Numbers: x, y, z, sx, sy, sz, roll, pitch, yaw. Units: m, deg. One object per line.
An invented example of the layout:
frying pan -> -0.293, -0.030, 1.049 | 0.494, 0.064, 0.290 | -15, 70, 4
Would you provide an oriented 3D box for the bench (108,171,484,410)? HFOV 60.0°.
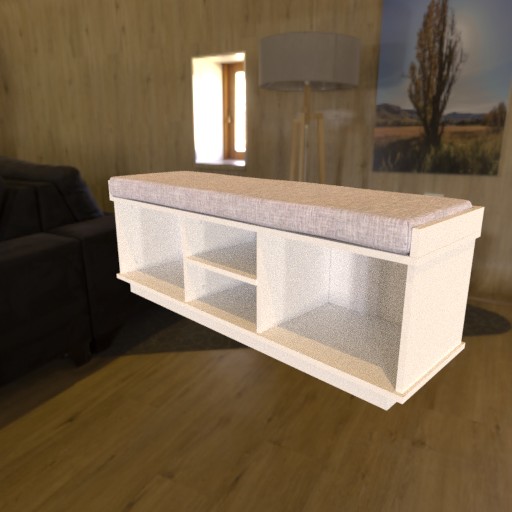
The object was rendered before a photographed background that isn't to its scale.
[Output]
bench -> 0.000, 0.000, 1.409 | 1.196, 0.453, 0.363 | 15, 22, 42
